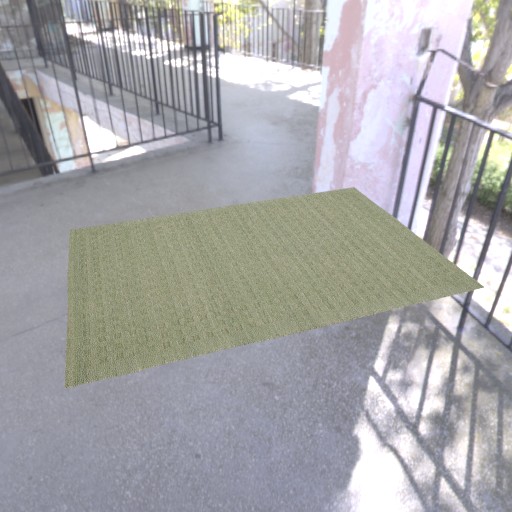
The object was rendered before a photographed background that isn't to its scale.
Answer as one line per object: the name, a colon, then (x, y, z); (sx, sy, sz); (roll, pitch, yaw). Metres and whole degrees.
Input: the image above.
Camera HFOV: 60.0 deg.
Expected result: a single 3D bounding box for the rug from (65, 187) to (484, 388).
rug: (0.000, 0.000, 2.179); (1.747, 0.006, 1.143); (-11, 34, -16)
